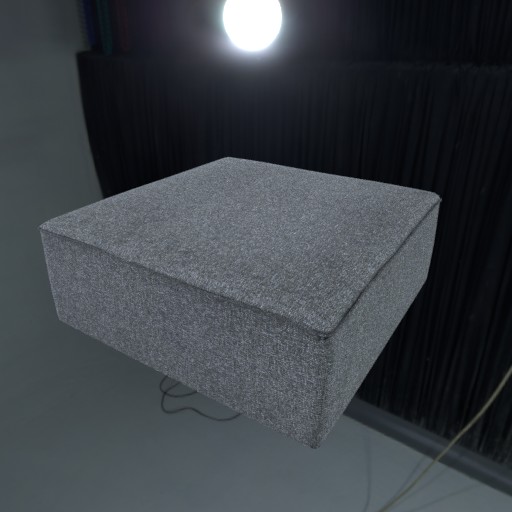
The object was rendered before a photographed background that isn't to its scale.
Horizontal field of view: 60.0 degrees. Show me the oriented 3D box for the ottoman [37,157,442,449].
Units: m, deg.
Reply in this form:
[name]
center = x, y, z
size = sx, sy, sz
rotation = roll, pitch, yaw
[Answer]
[ottoman]
center = 0.000, 0.000, 1.579
size = 1.021, 0.423, 1.017
rotation = 17, 31, 30
